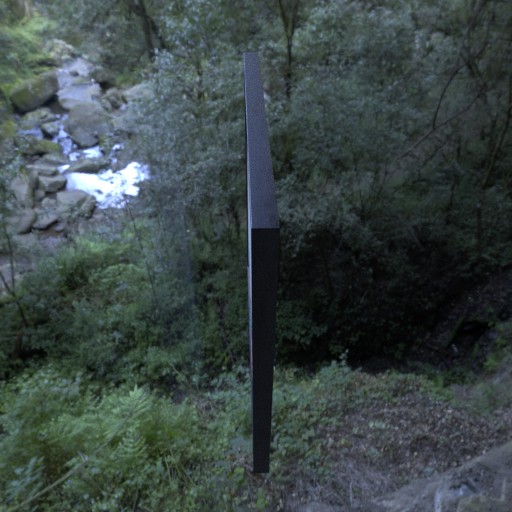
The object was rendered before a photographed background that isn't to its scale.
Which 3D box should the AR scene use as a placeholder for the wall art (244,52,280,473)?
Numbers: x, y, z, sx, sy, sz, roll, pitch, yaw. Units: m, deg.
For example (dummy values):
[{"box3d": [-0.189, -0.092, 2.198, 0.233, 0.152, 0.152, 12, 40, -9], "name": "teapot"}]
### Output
[{"box3d": [0.000, 0.000, 1.133, 0.039, 0.763, 0.763, -1, 41, -1], "name": "wall art"}]
